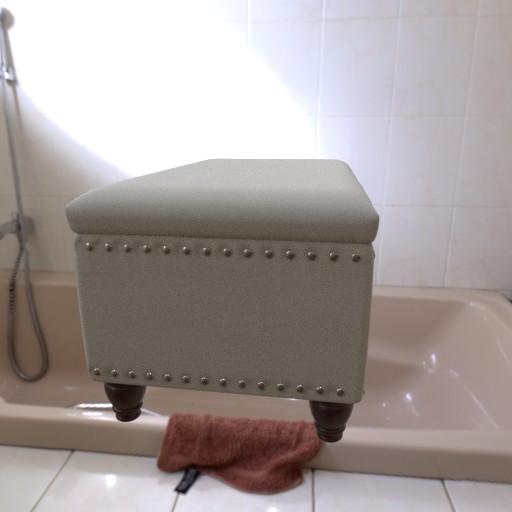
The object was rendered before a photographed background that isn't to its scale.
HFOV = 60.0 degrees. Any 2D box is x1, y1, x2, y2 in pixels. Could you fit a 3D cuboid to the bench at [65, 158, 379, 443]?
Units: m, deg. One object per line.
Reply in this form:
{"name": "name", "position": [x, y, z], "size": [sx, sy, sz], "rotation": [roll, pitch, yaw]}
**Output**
{"name": "bench", "position": [0.000, 0.000, 1.152], "size": [0.500, 0.449, 0.887], "rotation": [2, 16, 8]}
